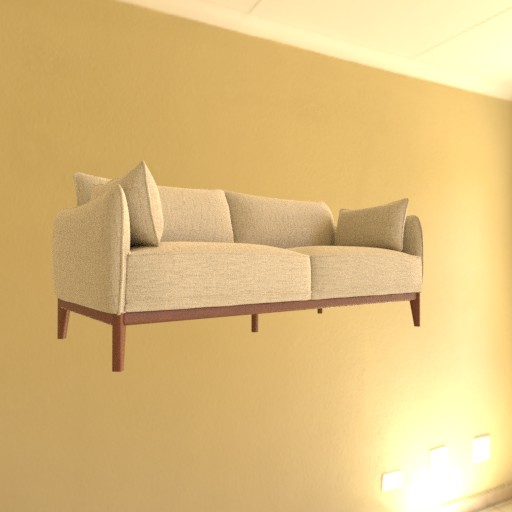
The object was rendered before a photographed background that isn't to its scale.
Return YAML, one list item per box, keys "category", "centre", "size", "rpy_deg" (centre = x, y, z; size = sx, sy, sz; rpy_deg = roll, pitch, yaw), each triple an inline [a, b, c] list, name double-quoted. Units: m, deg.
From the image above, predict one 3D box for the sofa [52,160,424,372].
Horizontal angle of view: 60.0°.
- category: "sofa"
  centre: [0.000, 0.000, 2.512]
  size: [1.989, 0.860, 0.991]
  rpy_deg: [1, -1, -37]
